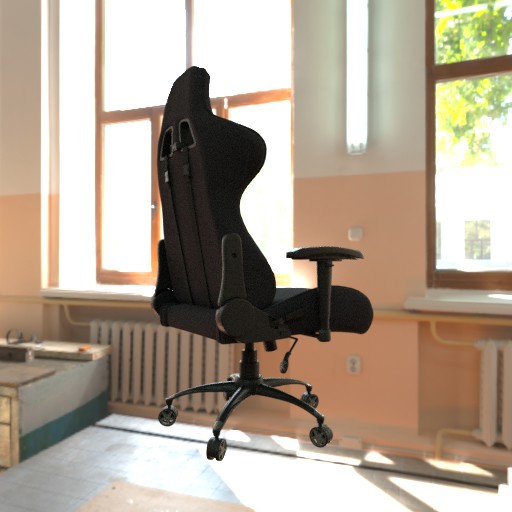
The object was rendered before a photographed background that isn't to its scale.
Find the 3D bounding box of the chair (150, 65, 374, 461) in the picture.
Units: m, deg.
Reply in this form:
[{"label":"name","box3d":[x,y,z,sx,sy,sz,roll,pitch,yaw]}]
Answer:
[{"label":"chair","box3d":[0.000,0.000,1.727,0.695,1.300,0.730,0,0,-35]}]
